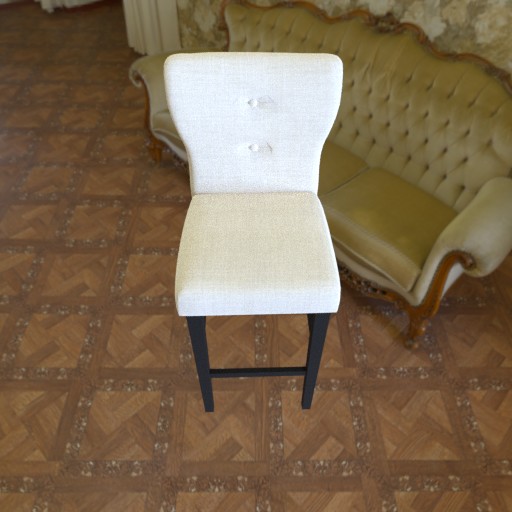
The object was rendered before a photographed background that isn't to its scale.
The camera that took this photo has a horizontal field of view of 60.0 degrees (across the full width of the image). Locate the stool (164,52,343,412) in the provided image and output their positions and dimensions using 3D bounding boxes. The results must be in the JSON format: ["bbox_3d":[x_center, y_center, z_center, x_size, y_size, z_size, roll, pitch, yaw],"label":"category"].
[{"bbox_3d":[0.000,0.000,1.491,0.516,1.124,0.603,-1,45,-1],"label":"stool"}]
